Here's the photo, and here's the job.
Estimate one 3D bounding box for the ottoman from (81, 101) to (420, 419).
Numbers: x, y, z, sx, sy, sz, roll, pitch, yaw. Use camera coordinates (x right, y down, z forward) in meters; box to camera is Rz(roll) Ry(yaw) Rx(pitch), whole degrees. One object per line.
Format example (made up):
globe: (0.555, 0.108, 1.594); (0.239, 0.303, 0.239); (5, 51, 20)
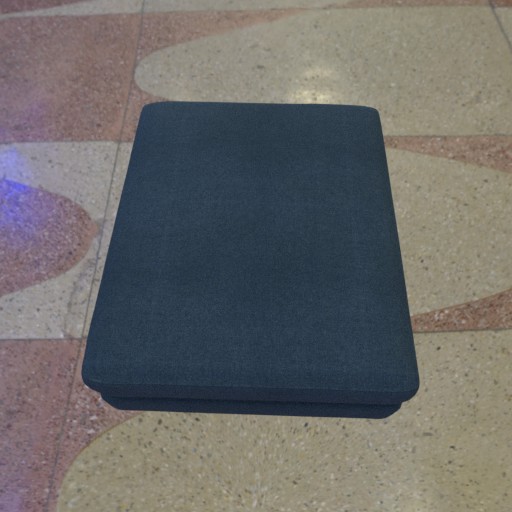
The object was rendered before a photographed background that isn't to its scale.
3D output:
ottoman: (0.000, 0.000, 1.227); (0.693, 0.474, 0.821); (2, 60, 1)
